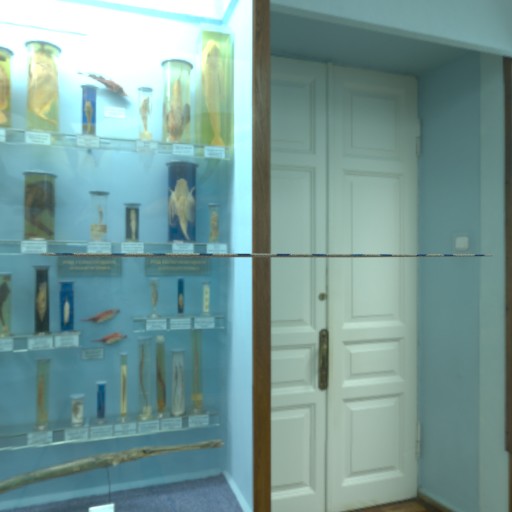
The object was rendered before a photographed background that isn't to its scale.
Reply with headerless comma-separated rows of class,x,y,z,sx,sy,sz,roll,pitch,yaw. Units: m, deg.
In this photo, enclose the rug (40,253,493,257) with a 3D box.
rug,0.000,0.000,2.294,1.830,0.008,1.225,0,0,-16
